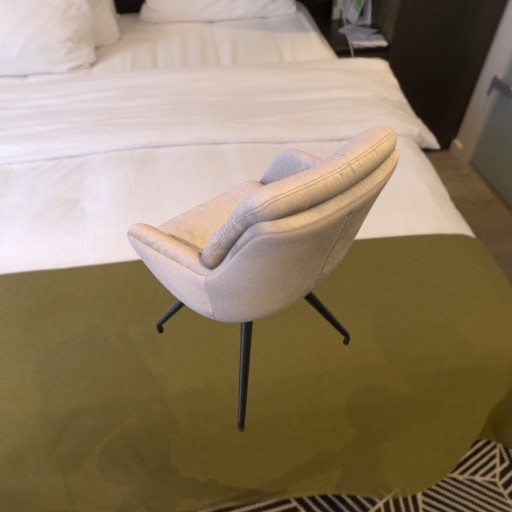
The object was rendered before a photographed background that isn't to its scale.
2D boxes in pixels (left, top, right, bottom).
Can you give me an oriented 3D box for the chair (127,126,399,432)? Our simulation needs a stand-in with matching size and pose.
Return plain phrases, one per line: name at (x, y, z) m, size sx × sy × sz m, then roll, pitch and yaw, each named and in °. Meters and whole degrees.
chair at (0.000, 0.000, 1.263) m, size 0.579 × 0.888 × 0.569 m, roll -32°, pitch 54°, yaw -26°
